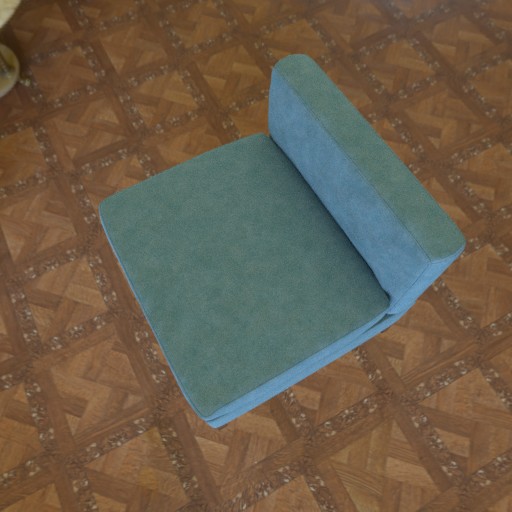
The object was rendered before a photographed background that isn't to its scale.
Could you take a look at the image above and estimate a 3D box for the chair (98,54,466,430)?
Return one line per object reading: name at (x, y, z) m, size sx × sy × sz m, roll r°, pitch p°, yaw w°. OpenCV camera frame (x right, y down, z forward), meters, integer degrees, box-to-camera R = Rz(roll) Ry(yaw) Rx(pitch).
chair at (0.000, 0.000, 1.255) m, size 0.685 × 0.660 × 0.684 m, roll -27°, pitch 68°, yaw -12°
